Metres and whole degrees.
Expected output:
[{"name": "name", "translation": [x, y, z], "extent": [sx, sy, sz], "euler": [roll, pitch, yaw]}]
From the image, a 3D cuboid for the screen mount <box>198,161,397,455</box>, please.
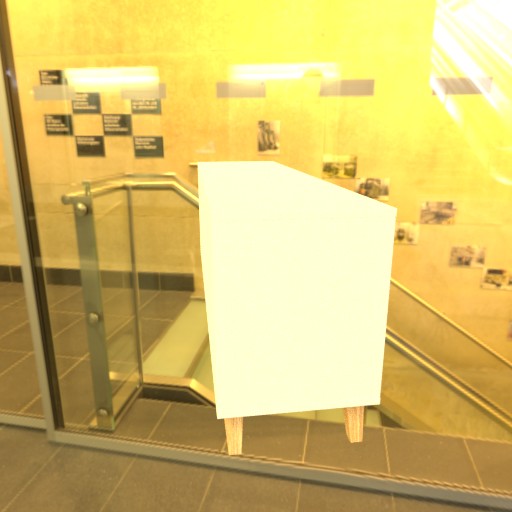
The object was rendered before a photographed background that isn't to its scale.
[{"name": "screen mount", "translation": [0.000, 0.000, 1.724], "extent": [0.400, 0.619, 1.490], "euler": [-2, 16, -8]}]
